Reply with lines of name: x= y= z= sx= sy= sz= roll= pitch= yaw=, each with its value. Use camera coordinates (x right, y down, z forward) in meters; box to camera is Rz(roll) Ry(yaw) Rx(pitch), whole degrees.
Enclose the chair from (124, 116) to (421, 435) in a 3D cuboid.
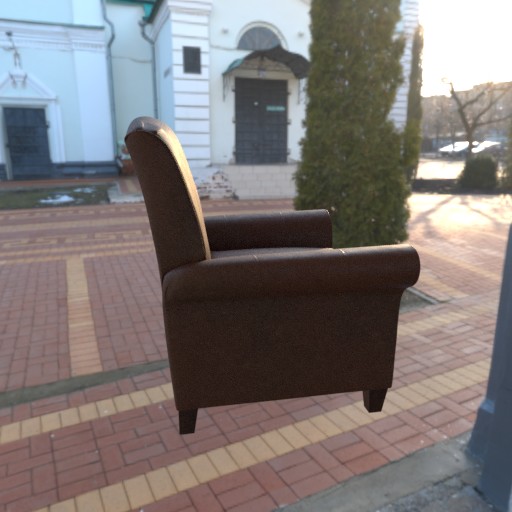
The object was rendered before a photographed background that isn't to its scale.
chair: x=0.000 y=0.000 z=1.788 sx=0.902 sy=1.061 sz=0.978 roll=-3 pitch=14 yaw=-10
